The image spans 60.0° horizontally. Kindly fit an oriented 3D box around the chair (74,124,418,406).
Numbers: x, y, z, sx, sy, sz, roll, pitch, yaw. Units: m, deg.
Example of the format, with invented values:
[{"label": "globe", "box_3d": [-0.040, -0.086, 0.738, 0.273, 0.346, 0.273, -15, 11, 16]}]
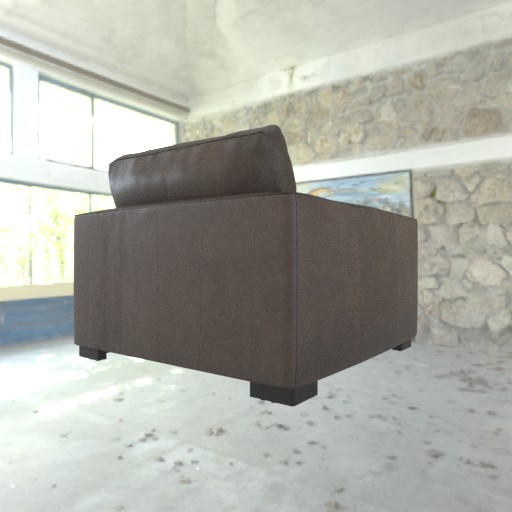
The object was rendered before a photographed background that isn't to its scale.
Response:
[{"label": "chair", "box_3d": [0.000, 0.000, 1.881, 1.100, 0.812, 1.069, 0, 0, 37]}]
